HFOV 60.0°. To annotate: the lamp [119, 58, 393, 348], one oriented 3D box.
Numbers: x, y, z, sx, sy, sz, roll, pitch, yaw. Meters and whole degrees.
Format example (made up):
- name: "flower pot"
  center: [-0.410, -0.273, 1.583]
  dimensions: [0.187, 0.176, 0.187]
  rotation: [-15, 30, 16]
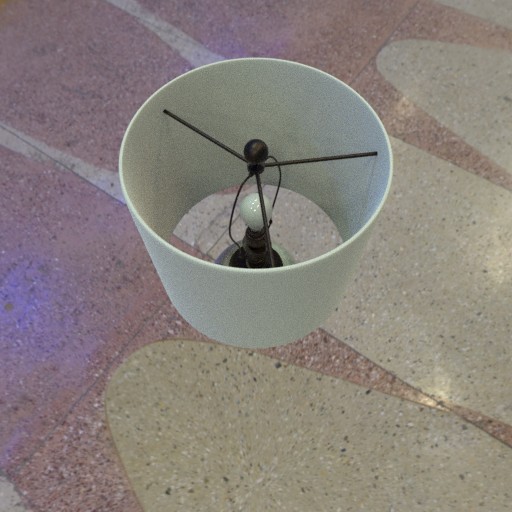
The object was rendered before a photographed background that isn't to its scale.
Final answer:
- name: "lamp"
  center: [0.000, 0.000, 0.772]
  dimensions: [0.328, 0.570, 0.328]
  rotation: [0, 62, 0]
